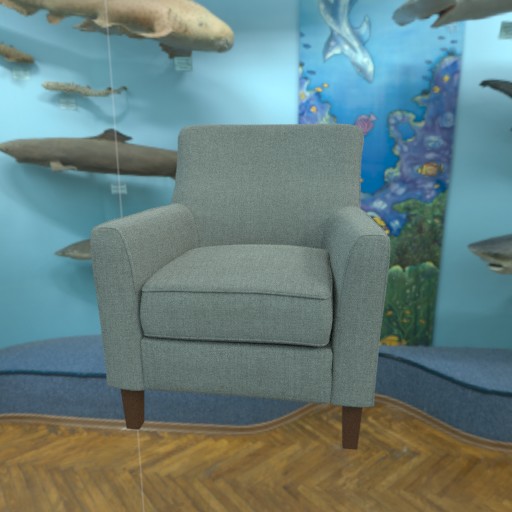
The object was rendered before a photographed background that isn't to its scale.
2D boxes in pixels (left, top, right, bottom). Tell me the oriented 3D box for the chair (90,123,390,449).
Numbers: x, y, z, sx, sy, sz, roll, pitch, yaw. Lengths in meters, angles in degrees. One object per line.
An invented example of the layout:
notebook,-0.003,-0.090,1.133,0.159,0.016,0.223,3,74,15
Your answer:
chair,0.000,0.000,1.771,0.887,1.047,0.993,2,14,8
